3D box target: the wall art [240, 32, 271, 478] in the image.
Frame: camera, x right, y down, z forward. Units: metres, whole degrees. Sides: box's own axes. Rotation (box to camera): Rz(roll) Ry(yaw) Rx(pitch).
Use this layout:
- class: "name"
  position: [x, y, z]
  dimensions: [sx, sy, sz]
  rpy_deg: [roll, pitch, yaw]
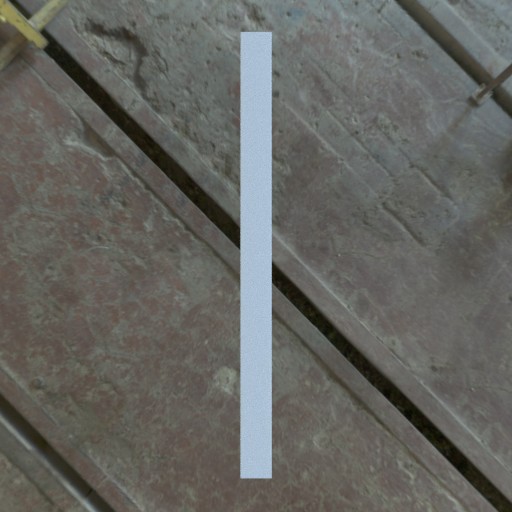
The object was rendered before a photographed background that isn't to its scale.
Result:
- class: "wall art"
  position: [0.000, 0.000, 0.758]
  dimensions: [0.035, 0.507, 0.508]
  rpy_deg: [0, 90, 0]
